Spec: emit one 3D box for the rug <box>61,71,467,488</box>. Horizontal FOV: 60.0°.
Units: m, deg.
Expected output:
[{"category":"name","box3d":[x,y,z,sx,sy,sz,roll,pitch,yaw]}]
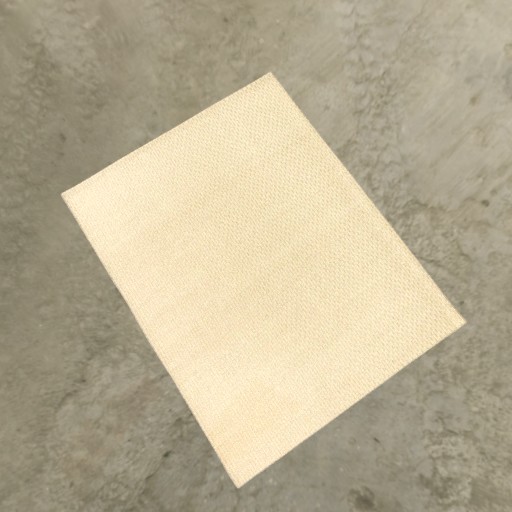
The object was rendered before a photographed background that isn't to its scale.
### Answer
[{"category":"rug","box3d":[0.000,0.000,3.820,2.277,0.035,2.897,-33,78,-8]}]
